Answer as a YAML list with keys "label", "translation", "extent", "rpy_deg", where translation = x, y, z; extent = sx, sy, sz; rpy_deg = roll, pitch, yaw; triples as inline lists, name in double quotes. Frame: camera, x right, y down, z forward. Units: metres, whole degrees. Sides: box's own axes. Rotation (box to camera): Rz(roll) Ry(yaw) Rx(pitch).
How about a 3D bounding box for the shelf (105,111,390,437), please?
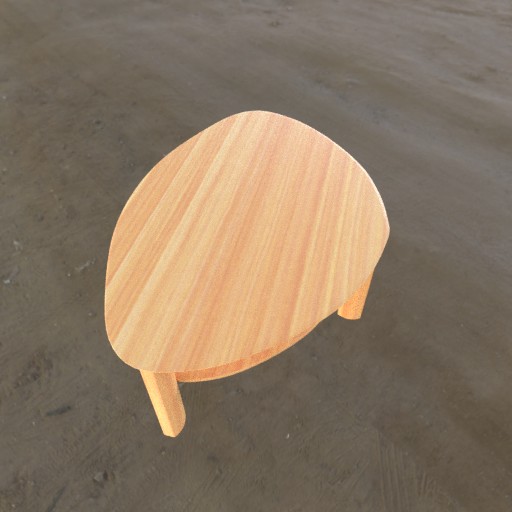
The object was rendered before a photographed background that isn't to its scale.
- label: "shelf"
  translation: [0.000, 0.000, 1.590]
  extent: [0.845, 0.440, 1.246]
  rpy_deg: [10, 47, 10]
